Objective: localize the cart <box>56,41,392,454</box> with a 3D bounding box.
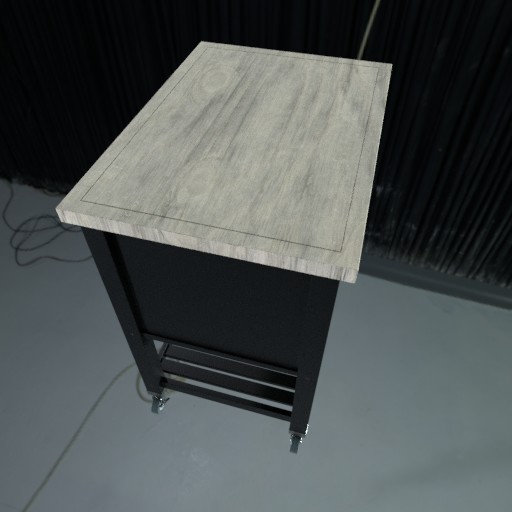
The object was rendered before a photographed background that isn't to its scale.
[{"bbox_3d":[0.000,0.000,1.374,0.567,0.920,0.797,12,49,10],"label":"cart"}]
